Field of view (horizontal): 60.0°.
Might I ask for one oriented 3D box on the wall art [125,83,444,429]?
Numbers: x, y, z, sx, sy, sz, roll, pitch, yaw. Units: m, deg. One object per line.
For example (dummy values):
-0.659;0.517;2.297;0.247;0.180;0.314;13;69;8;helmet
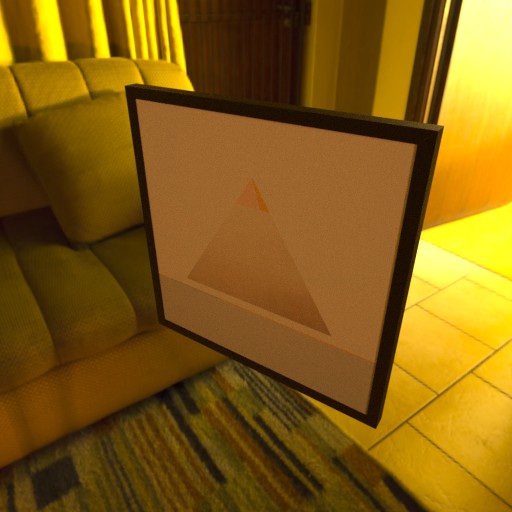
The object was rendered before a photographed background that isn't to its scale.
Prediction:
0.000;0.000;0.763;0.513;0.511;0.028;19;36;28;wall art
